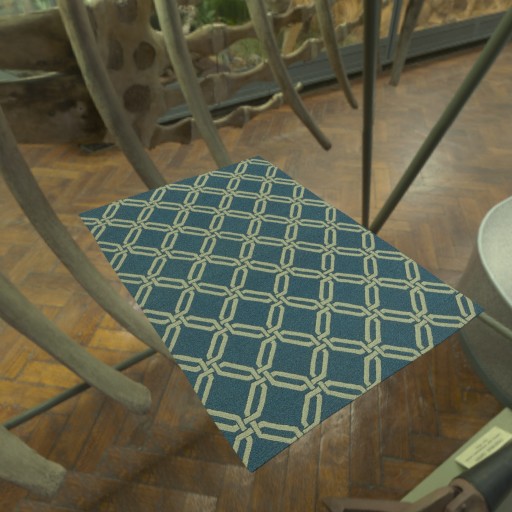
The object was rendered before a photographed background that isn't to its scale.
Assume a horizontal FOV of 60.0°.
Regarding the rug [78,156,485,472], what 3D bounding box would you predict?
[{"bbox_3d":[0.000,0.000,2.700,1.524,0.013,2.135,-24,46,-26],"label":"rug"}]
